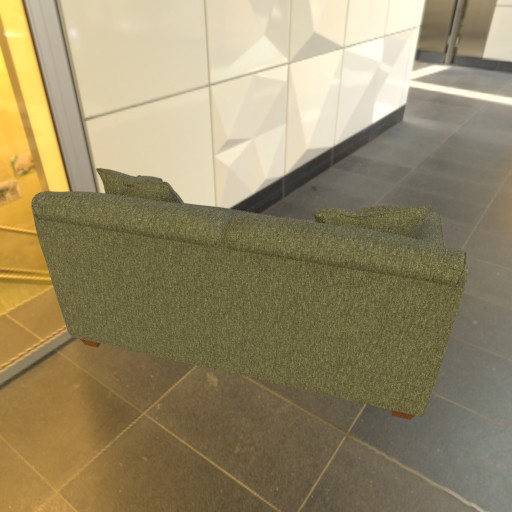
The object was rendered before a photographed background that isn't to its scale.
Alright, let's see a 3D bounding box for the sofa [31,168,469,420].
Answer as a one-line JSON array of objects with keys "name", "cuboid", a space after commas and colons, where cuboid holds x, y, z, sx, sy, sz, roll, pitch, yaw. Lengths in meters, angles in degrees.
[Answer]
[{"name": "sofa", "cuboid": [0.000, 0.000, 2.354, 1.846, 0.958, 0.998, 9, 34, 14]}]
